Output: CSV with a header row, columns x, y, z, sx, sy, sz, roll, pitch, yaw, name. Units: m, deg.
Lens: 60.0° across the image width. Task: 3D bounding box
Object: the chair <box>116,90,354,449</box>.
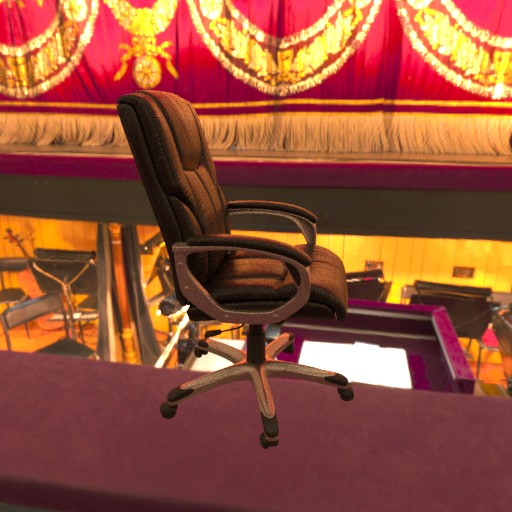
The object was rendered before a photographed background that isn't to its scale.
x,y,z,sx,sy,sz,roll,pitch,yaw,name
0.000,0.000,1.633,0.780,1.145,0.700,3,18,9,chair
